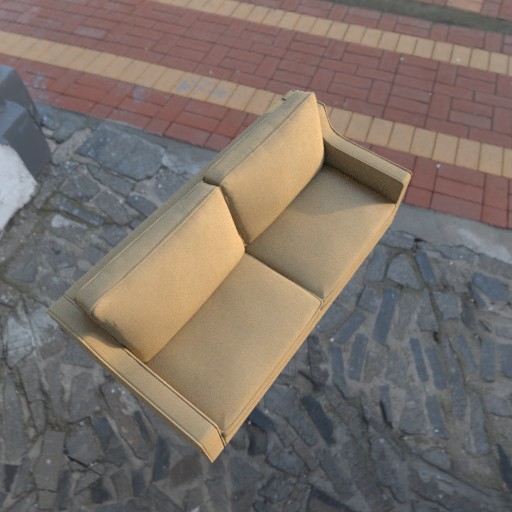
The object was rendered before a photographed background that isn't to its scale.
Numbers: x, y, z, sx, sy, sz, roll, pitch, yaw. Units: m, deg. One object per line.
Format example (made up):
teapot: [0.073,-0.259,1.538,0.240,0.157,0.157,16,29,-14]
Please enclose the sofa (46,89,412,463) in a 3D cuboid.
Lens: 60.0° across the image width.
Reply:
sofa: [0.000,0.000,2.844,1.066,1.071,2.178,33,64,19]
